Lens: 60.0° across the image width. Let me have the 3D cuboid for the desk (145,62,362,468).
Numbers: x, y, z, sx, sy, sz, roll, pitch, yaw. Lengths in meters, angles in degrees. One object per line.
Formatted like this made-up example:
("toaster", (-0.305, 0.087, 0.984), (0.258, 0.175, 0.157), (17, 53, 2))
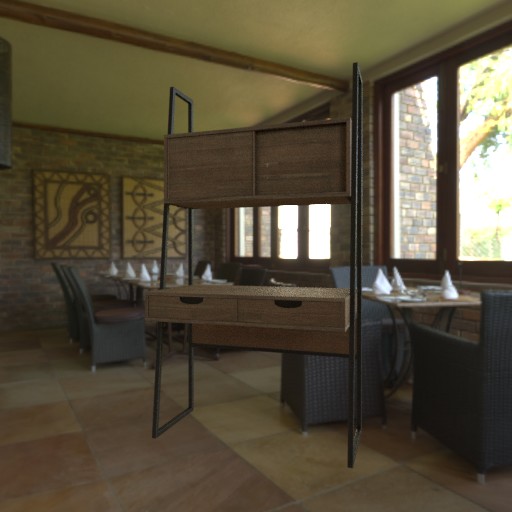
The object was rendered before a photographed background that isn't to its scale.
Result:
("desk", (0.000, 0.000, 2.196), (0.982, 1.809, 0.515), (0, 0, 18))
